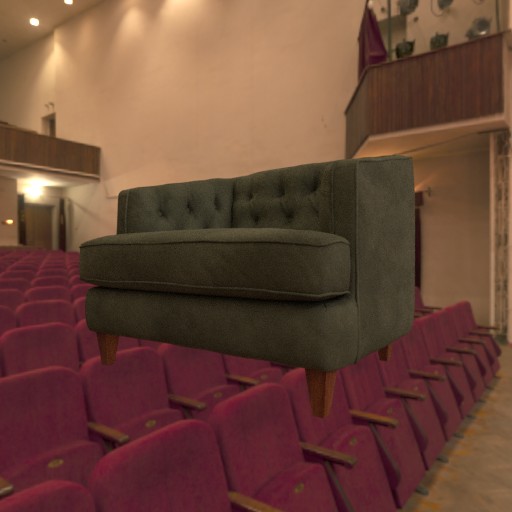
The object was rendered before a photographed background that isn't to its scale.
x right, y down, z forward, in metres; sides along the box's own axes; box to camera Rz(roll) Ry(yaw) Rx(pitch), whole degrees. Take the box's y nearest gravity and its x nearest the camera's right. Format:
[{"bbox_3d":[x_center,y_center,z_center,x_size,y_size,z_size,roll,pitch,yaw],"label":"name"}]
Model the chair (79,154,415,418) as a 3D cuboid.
[{"bbox_3d":[0.000,0.000,1.760,1.104,0.852,0.941,0,0,36],"label":"chair"}]
